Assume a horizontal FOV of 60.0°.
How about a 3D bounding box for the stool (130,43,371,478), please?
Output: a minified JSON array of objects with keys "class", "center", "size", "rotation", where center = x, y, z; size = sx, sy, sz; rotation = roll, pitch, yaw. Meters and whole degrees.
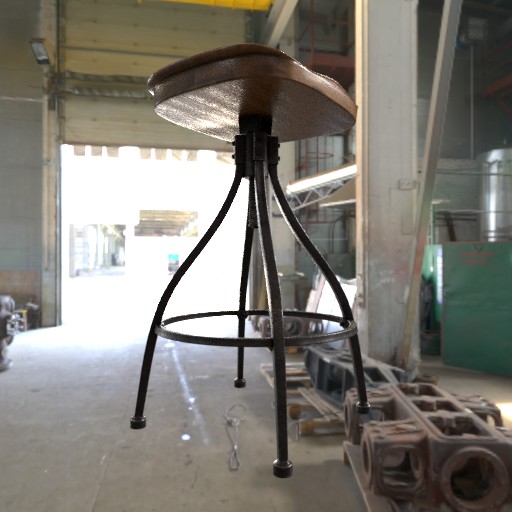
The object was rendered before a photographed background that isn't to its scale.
[{"class":"stool","center":[0.000,0.000,0.945],"size":[0.424,0.694,0.432],"rotation":[0,0,35]}]
